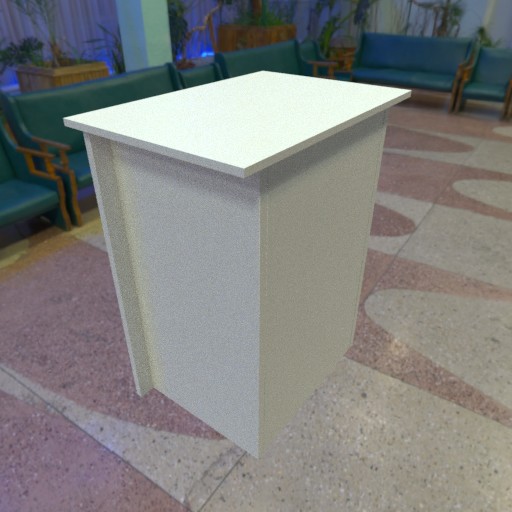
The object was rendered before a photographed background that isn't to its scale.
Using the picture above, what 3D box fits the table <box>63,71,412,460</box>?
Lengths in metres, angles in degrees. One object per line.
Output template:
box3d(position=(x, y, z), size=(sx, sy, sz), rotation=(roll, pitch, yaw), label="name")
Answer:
box3d(position=(0.000, 0.000, 1.059), size=(0.406, 0.711, 0.589), rotation=(22, 38, 31), label="table")
